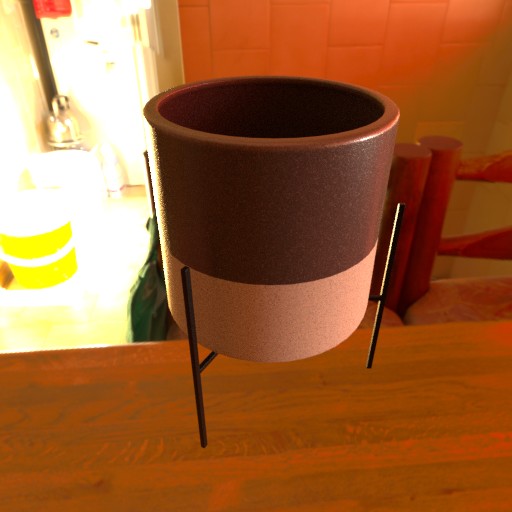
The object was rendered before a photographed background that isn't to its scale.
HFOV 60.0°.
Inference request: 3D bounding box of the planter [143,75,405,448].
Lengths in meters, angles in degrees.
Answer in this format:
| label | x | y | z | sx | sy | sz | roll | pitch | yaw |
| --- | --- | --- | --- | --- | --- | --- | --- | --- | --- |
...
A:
| label | x | y | z | sx | sy | sz | roll | pitch | yaw |
| --- | --- | --- | --- | --- | --- | --- | --- | --- | --- |
| planter | 0.000 | 0.000 | 0.513 | 0.250 | 0.353 | 0.260 | -22 | 39 | -29 |
